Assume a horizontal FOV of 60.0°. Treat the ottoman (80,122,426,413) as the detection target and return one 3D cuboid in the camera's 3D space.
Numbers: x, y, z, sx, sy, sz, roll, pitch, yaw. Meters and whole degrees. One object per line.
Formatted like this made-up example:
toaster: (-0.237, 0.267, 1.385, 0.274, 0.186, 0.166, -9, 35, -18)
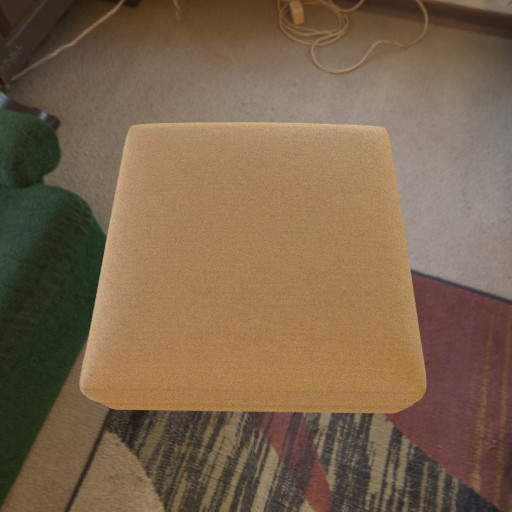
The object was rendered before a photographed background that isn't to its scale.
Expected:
ottoman: (0.000, 0.000, 1.605, 1.041, 0.470, 1.041, 1, 64, 0)
